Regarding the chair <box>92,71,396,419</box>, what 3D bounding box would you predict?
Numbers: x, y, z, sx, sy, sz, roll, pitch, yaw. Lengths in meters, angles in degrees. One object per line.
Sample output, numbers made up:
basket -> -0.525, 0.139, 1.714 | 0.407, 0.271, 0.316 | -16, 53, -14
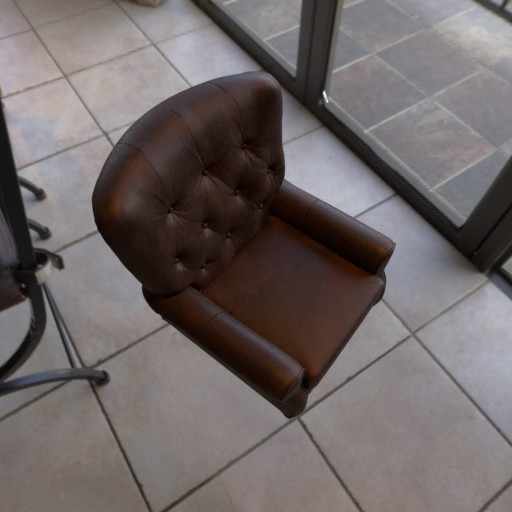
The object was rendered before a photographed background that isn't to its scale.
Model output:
chair -> 0.000, 0.000, 1.957 | 1.058, 1.158, 0.948 | 34, 65, 18
